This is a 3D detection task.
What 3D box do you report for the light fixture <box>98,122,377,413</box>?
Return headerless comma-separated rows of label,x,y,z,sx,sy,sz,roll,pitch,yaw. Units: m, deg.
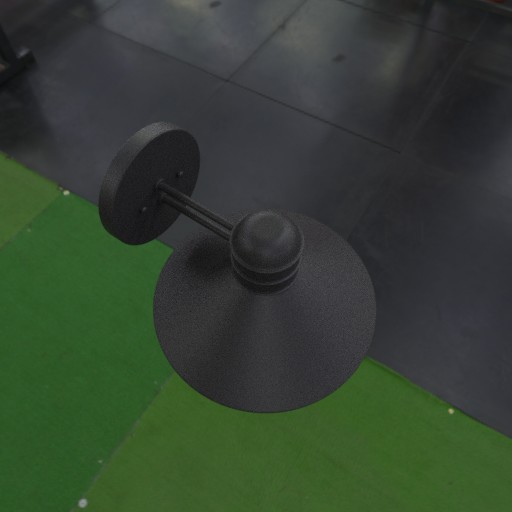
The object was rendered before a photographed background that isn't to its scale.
light fixture,0.000,0.000,0.689,0.434,0.265,0.396,31,64,17
